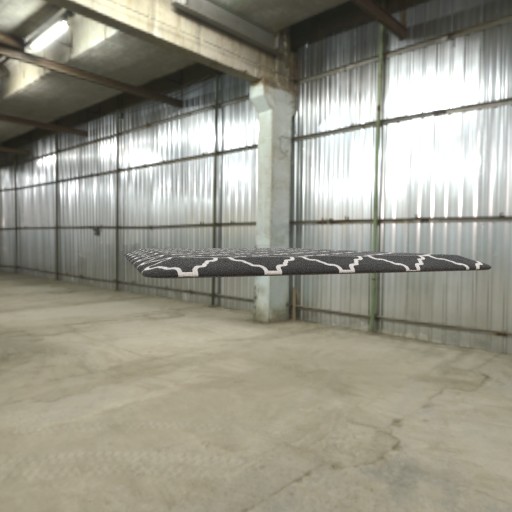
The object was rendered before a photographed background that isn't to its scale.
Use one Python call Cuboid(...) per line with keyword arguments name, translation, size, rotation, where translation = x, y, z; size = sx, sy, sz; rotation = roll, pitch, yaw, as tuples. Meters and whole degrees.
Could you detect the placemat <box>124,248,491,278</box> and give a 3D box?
Cuboid(name="placemat", translation=(0.000, 0.000, 0.927), size=(0.508, 0.021, 0.762), rotation=(-1, 2, -18))
